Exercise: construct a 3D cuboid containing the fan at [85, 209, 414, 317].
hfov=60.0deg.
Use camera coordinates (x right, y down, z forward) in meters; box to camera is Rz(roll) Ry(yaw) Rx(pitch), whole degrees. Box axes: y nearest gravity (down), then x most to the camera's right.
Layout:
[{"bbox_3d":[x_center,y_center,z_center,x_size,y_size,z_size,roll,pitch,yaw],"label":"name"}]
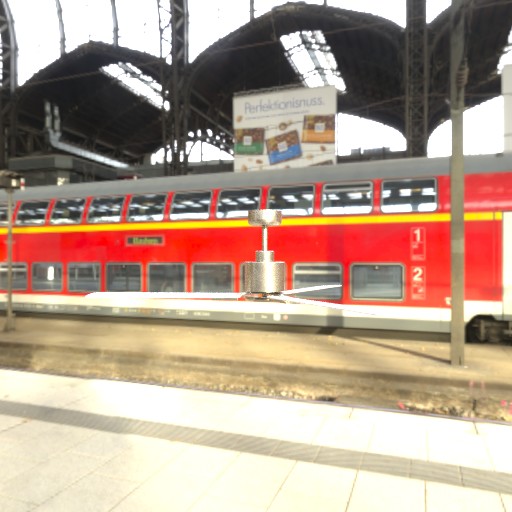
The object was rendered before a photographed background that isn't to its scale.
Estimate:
[{"bbox_3d":[0.000,0.000,2.363,1.561,0.446,1.531,0,0,19],"label":"fan"}]
